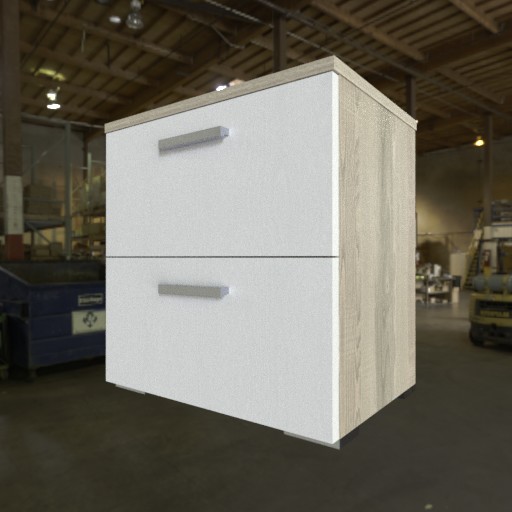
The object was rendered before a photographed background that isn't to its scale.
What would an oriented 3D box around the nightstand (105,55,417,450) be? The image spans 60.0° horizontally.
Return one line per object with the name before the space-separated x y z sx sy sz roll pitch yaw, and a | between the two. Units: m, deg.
nightstand | 0.000 0.000 0.758 0.442 0.461 0.325 0 0 37
